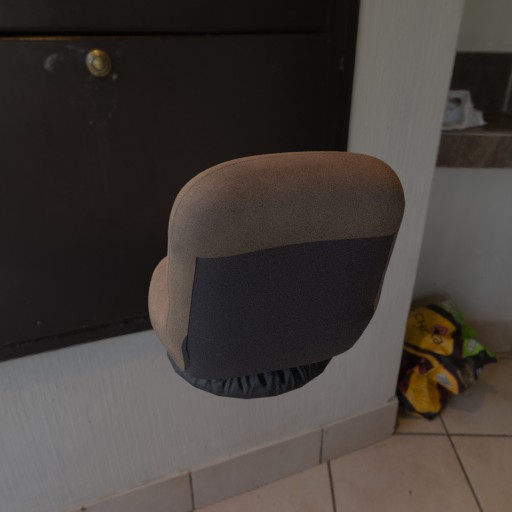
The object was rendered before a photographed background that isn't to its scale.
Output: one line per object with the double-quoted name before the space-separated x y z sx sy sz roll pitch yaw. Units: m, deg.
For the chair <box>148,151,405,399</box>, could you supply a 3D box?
"chair" 0.000 0.000 1.055 0.521 0.594 0.597 -7 27 -15
